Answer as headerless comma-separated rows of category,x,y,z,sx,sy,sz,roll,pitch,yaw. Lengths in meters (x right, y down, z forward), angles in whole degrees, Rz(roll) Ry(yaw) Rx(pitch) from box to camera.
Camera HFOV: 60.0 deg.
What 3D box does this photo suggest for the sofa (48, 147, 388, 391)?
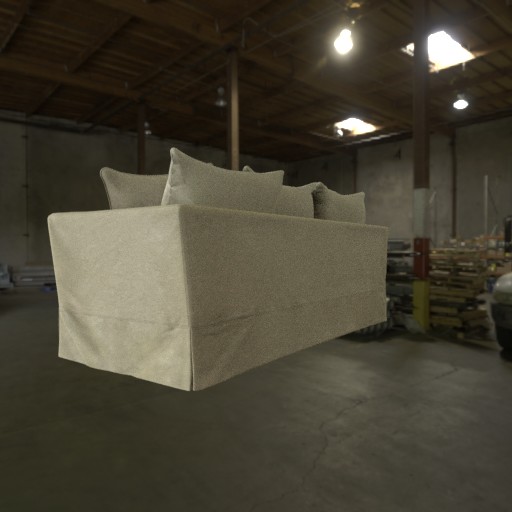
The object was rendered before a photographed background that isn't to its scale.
sofa,0.000,0.000,2.901,1.031,1.034,2.290,1,1,36
